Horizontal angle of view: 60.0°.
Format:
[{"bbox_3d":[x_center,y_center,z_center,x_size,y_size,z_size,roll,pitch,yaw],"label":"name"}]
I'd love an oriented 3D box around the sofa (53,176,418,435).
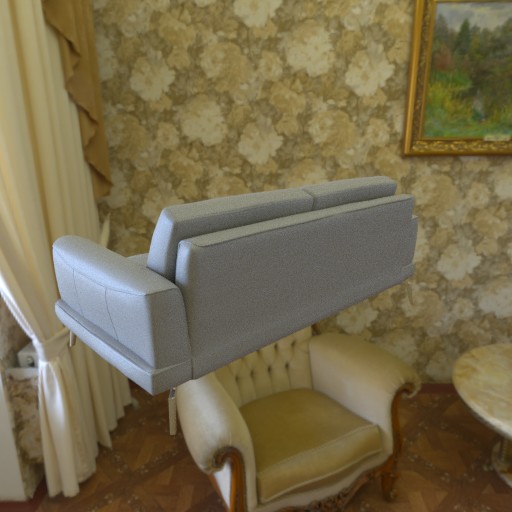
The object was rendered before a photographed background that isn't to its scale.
[{"bbox_3d":[0.000,0.000,2.762,2.177,0.930,1.121,-15,23,-41],"label":"sofa"}]
